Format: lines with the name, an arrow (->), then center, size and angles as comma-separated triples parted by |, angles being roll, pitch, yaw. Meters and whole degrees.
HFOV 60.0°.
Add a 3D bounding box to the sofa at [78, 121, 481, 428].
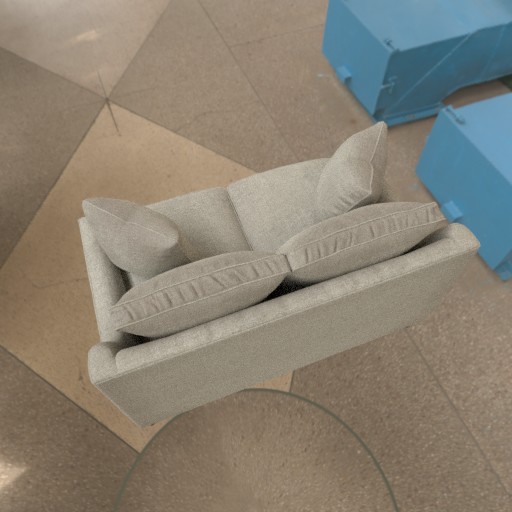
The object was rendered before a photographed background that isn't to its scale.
sofa -> 0.000, 0.000, 1.977 | 1.422, 0.863, 0.915 | -18, 59, -11
